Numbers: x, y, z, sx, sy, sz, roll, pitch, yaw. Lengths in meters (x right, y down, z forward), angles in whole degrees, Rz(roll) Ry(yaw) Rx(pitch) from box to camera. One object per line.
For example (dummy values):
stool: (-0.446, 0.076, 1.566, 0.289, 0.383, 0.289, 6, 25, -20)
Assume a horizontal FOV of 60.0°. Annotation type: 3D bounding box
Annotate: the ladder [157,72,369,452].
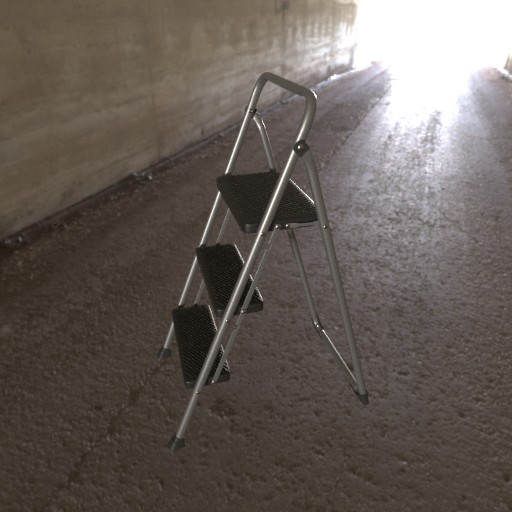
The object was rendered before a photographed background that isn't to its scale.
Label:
ladder: (0.000, 0.000, 1.271, 0.629, 0.945, 0.430, -8, 30, -13)
